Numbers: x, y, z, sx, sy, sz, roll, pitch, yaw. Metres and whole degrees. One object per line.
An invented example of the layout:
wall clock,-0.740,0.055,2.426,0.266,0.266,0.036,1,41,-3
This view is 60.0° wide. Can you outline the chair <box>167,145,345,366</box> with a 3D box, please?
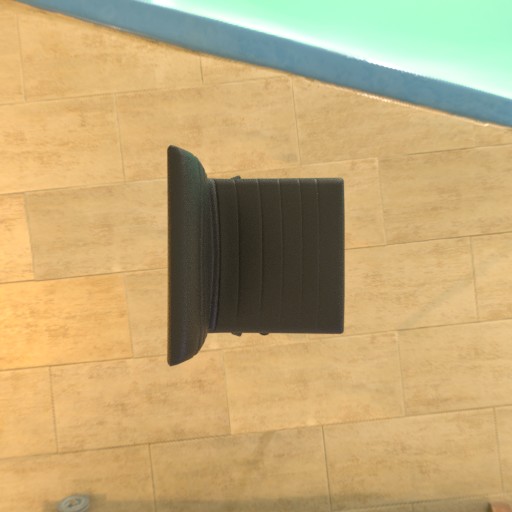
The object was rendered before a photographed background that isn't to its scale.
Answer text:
chair,0.000,0.000,1.157,0.530,0.780,0.556,0,90,-1
